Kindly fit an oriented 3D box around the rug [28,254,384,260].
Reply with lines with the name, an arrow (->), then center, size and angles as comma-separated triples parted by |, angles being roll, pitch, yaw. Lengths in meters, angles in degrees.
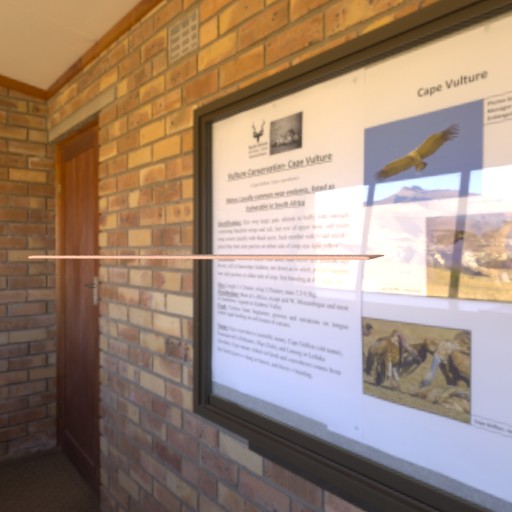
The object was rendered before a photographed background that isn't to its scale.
rug -> 0.000, 0.000, 2.813 | 1.524, 0.013, 2.134 | 0, 0, 18
